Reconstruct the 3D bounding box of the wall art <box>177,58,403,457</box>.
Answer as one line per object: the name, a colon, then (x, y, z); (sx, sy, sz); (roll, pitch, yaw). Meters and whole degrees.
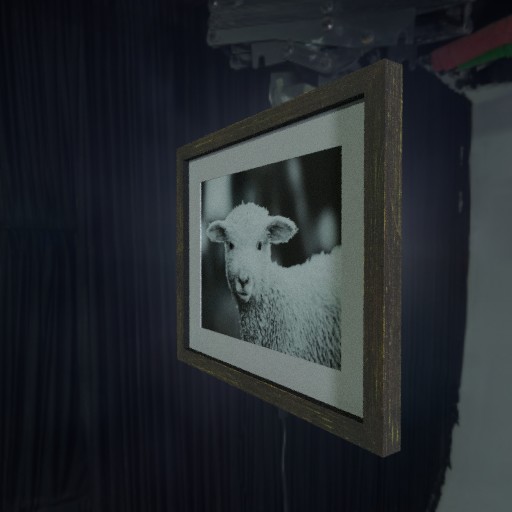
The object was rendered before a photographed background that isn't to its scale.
wall art: (0.000, 0.000, 0.745); (0.032, 0.457, 0.558); (-1, 1, -35)
